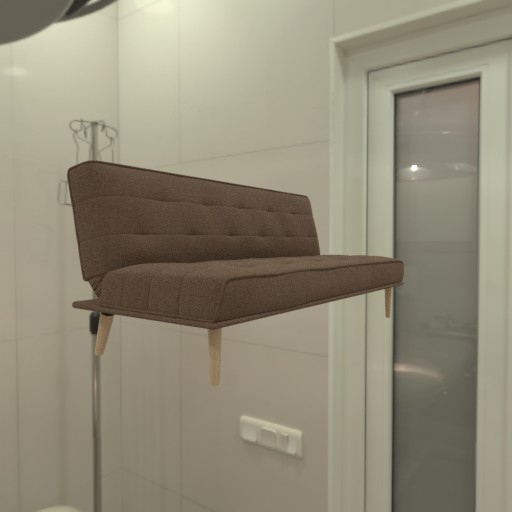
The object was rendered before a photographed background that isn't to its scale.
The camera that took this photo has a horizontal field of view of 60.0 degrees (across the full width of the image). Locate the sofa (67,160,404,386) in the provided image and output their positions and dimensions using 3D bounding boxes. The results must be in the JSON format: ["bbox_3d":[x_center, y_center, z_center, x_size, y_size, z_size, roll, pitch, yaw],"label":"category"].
[{"bbox_3d":[0.000,0.000,2.381,1.038,0.810,1.820,1,2,36],"label":"sofa"}]
